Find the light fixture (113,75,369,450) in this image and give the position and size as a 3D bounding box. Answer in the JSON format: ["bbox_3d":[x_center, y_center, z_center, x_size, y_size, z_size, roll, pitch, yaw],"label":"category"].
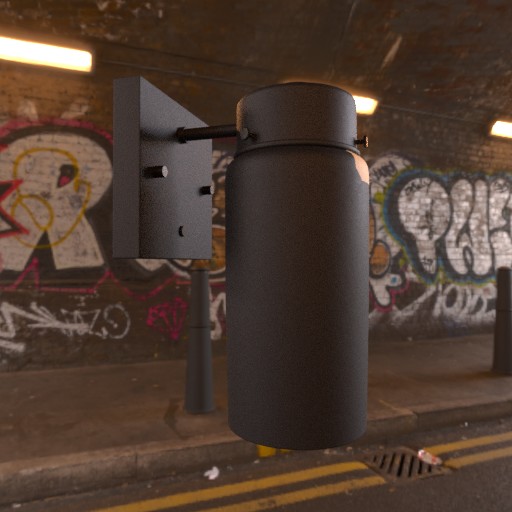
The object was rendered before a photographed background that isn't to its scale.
[{"bbox_3d":[0.000,0.000,0.354,0.176,0.257,0.130,0,-1,17],"label":"light fixture"}]
